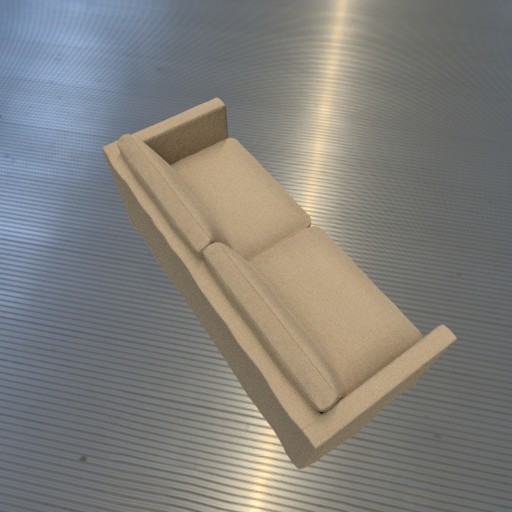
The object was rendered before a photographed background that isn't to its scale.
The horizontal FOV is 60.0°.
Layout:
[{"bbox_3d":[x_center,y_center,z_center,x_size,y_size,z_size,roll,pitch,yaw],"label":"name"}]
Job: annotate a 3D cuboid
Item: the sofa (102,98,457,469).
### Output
[{"bbox_3d":[0.000,0.000,2.830,0.962,0.853,2.312,-30,62,-18],"label":"sofa"}]
